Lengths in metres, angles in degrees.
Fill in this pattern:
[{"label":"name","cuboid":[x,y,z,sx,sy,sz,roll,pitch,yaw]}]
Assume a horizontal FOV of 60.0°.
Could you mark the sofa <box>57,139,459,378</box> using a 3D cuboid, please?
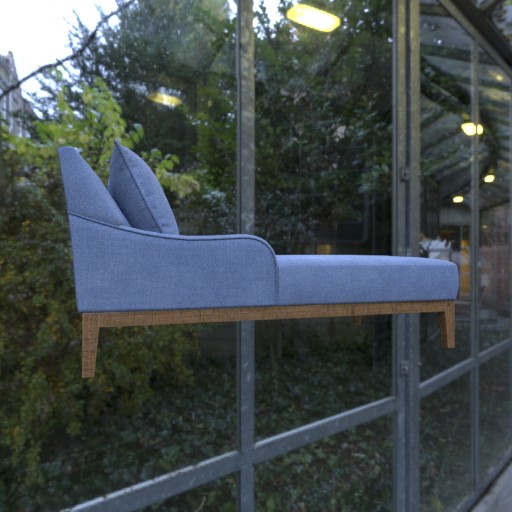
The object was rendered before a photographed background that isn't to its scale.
[{"label":"sofa","cuboid":[0.000,0.000,2.250,1.779,0.883,0.904,0,-1,-19]}]
